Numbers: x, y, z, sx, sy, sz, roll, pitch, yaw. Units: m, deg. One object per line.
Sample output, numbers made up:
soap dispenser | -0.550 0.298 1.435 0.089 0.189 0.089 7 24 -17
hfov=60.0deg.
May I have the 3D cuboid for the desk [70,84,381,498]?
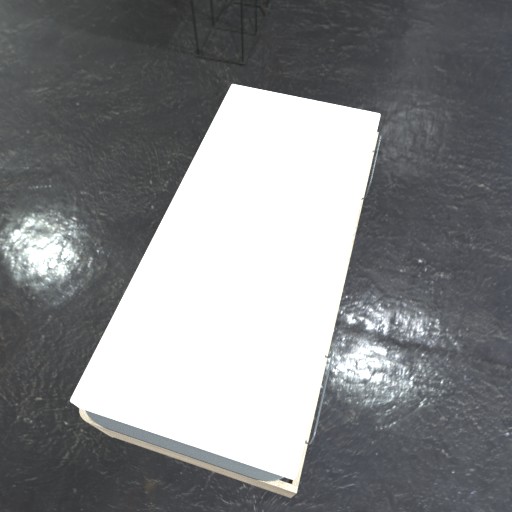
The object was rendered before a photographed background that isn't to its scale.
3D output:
desk | 0.000 0.000 2.181 0.900 0.455 1.900 15 60 9
